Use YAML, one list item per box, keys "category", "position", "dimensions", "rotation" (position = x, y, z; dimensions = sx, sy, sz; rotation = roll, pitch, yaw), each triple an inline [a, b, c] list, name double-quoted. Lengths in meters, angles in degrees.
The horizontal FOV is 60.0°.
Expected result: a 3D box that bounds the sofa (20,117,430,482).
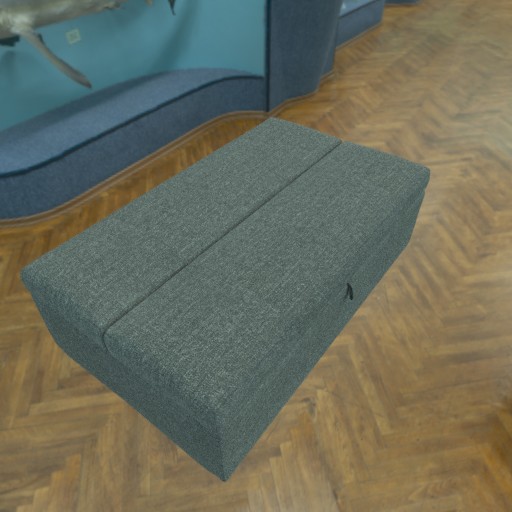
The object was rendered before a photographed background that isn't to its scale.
- category: "sofa"
  position: [0.000, 0.000, 1.538]
  dimensions: [0.782, 0.417, 1.198]
  rotation: [27, 49, 26]
